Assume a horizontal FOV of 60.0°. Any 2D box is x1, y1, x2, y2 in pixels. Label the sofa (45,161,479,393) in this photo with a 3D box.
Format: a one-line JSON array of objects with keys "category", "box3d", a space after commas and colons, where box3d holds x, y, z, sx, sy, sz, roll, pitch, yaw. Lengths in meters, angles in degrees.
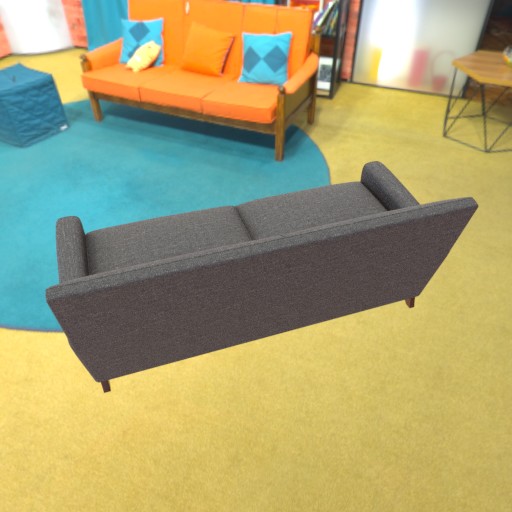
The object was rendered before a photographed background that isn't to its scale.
[{"category": "sofa", "box3d": [0.000, 0.000, 2.411, 1.976, 0.846, 0.875, -13, 43, -14]}]
